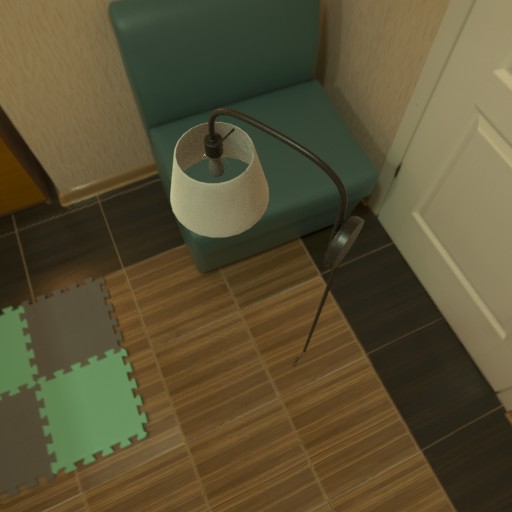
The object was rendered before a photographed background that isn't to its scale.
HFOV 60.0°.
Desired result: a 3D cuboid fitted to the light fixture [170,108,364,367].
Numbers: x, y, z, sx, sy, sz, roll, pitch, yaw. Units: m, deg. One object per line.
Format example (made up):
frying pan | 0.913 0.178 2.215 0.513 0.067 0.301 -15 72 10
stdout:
light fixture | 0.000 0.000 0.472 0.176 0.399 0.092 33 68 16
